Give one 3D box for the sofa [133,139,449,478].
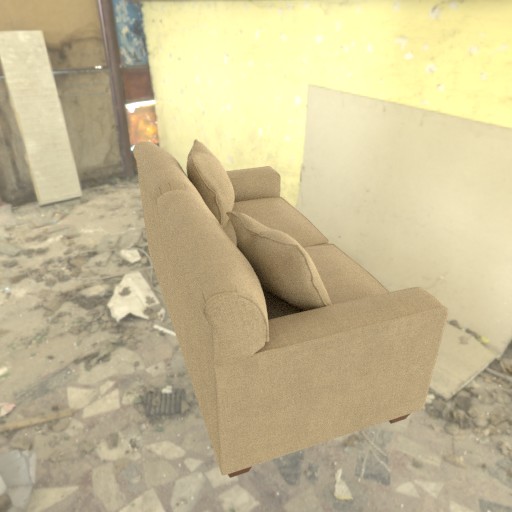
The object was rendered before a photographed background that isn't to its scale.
[{"bbox_3d":[0.000,0.000,2.392,0.998,0.958,1.846,-10,31,-18],"label":"sofa"}]
